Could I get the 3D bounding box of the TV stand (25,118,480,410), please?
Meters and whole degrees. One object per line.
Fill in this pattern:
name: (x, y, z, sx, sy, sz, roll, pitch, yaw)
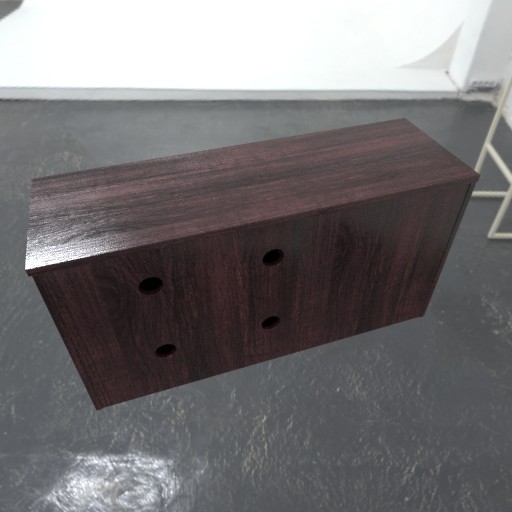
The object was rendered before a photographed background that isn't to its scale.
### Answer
TV stand: (0.000, 0.000, 1.448, 1.192, 0.614, 0.404, -13, 44, -14)
